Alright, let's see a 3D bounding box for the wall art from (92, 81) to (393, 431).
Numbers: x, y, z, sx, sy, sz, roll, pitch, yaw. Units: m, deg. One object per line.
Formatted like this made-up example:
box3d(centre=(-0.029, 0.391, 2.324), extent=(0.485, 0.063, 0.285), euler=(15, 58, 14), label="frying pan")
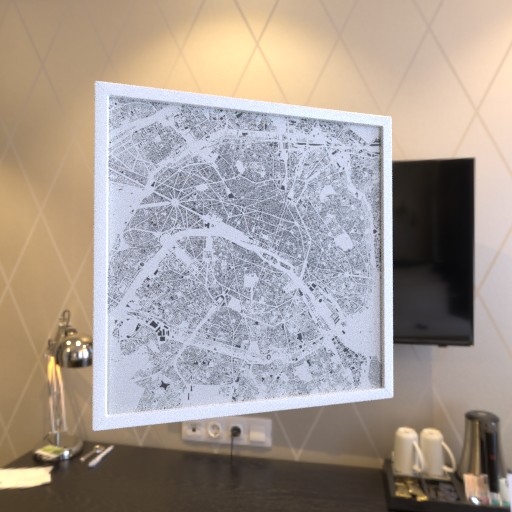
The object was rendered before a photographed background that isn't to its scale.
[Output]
box3d(centre=(0.000, 0.000, 0.738), extent=(0.508, 0.508, 0.038), euler=(0, -1, -18), label="wall art")
